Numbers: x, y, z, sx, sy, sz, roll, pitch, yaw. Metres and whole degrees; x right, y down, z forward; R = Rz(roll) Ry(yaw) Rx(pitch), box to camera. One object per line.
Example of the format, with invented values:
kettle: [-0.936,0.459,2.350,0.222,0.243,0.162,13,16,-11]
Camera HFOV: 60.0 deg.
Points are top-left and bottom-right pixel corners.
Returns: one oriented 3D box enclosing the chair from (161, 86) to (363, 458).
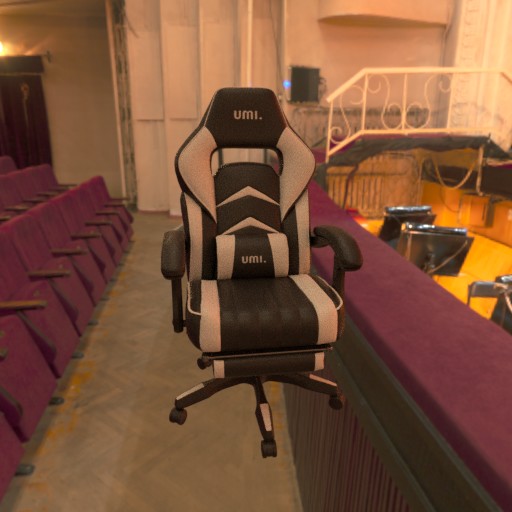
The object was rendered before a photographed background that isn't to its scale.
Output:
chair: [0.000,0.000,1.616,0.676,1.200,0.700,-2,16,-8]
